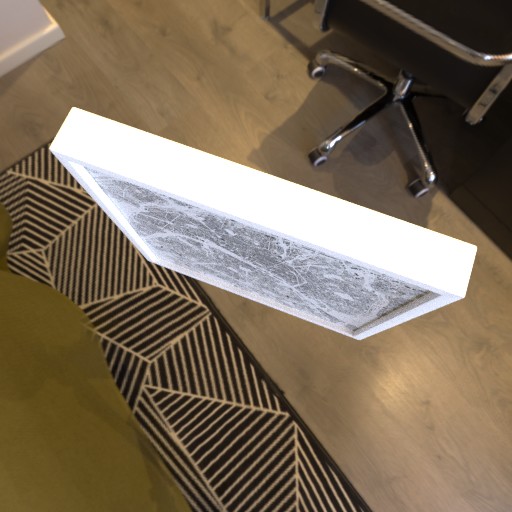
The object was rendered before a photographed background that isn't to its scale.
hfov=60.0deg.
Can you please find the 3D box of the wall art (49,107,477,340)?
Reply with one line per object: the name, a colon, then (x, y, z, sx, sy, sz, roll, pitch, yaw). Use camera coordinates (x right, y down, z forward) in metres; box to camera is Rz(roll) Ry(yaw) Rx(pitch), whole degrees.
wall art: (0.000, 0.000, 0.453, 0.305, 0.305, 0.038, 20, 75, 6)
